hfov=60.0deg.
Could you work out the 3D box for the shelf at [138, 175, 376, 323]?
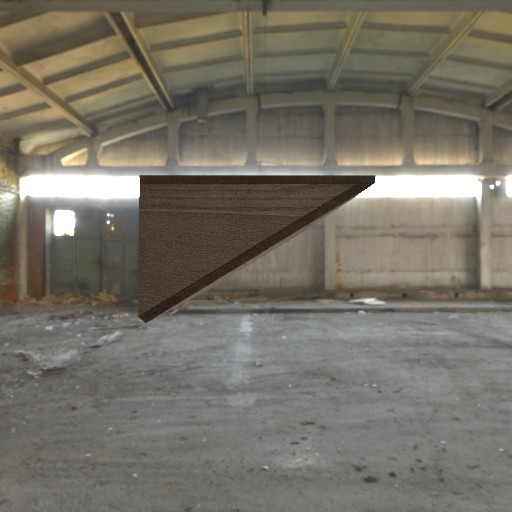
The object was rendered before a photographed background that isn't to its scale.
[{"bbox_3d":[0.000,0.000,0.677,0.200,0.125,0.610,0,-1,0],"label":"shelf"}]
